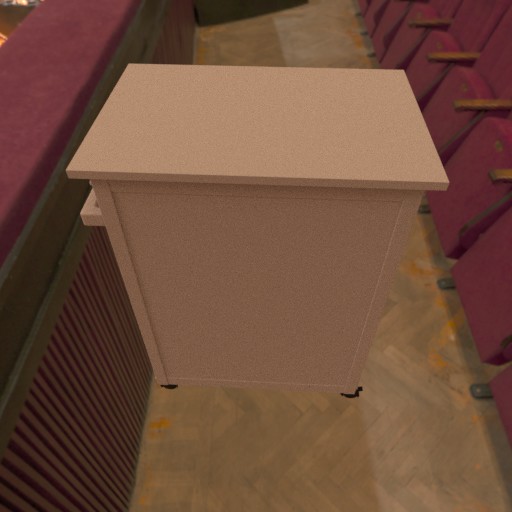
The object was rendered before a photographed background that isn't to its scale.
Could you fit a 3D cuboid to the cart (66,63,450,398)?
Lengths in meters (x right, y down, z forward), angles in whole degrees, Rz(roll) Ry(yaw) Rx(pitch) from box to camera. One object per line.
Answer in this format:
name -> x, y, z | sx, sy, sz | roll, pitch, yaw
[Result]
cart -> 0.000, 0.000, 1.231 | 0.683, 0.864, 0.442 | 2, 46, 2
